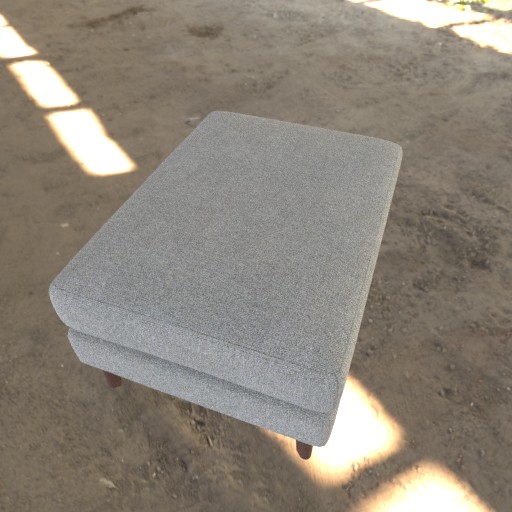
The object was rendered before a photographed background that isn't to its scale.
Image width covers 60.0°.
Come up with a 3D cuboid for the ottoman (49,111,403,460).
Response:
[{"bbox_3d":[0.000,0.000,1.191,0.611,0.441,0.821,15,47,14],"label":"ottoman"}]
